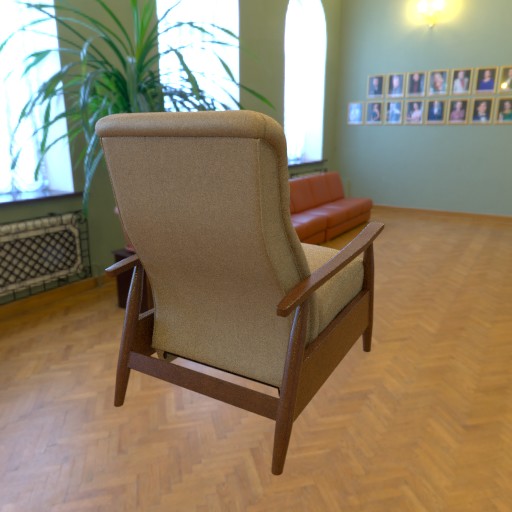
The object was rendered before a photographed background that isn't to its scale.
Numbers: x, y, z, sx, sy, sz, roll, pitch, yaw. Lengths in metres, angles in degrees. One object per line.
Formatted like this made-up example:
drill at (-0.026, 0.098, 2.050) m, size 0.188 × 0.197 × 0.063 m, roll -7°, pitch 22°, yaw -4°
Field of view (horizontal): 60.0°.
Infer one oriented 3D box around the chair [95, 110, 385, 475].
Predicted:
chair at (0.000, 0.000, 1.802) m, size 0.762 × 1.082 × 1.030 m, roll 9°, pitch 18°, yaw 29°
